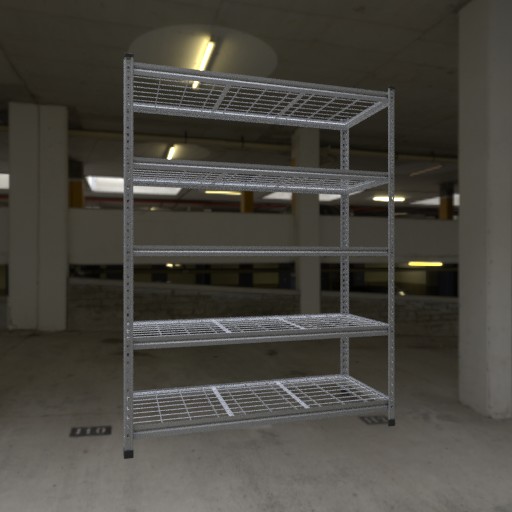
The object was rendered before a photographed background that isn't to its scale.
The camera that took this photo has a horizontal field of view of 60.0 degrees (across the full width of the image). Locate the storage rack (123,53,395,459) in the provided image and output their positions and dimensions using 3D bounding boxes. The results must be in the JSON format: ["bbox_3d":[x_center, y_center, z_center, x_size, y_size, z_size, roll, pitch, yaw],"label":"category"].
[{"bbox_3d":[0.000,0.000,2.666,1.524,1.981,0.610,0,0,-16],"label":"storage rack"}]
